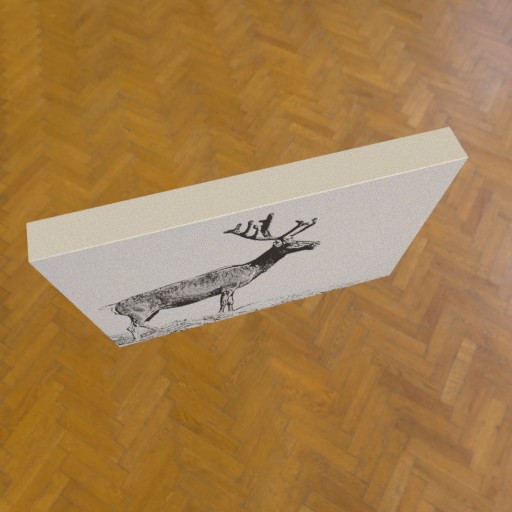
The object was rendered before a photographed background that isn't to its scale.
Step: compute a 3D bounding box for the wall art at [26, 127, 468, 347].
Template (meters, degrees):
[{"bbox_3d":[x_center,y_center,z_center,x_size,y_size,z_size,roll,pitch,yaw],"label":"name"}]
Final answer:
[{"bbox_3d":[0.000,0.000,0.494,0.381,0.259,0.038,-14,65,-7],"label":"wall art"}]
